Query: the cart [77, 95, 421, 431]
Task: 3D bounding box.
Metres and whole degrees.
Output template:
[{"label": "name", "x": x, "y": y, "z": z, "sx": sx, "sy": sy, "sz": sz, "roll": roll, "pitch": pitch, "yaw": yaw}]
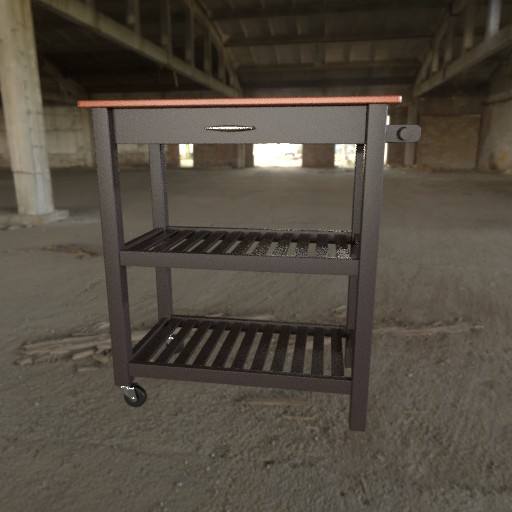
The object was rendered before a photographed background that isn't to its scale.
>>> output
[{"label": "cart", "x": 0.000, "y": 0.000, "z": 1.440, "sx": 0.899, "sy": 0.927, "sz": 0.457, "roll": 2, "pitch": 14, "yaw": 9}]
